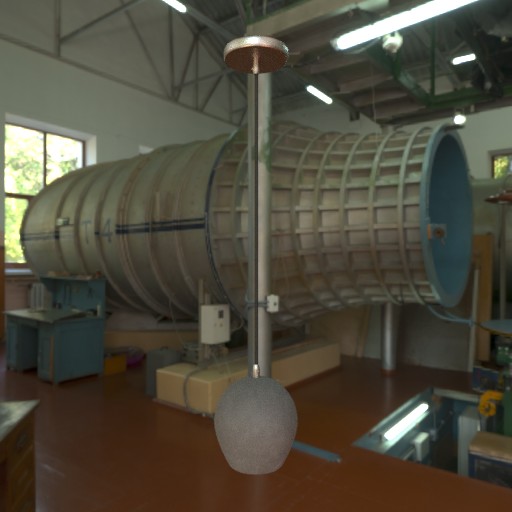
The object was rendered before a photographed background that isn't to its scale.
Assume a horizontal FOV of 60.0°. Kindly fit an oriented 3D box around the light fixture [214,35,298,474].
[{"bbox_3d":[0.000,0.000,0.820,0.153,0.760,0.153,0,0,-18],"label":"light fixture"}]
